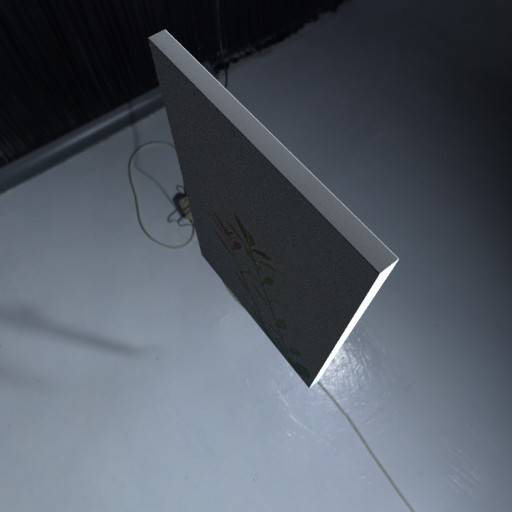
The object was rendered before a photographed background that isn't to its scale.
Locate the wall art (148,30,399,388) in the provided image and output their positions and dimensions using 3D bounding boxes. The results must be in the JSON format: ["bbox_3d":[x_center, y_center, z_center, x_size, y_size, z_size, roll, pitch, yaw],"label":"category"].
[{"bbox_3d":[0.000,0.000,1.139,0.039,0.915,0.612,-35,69,-16],"label":"wall art"}]
